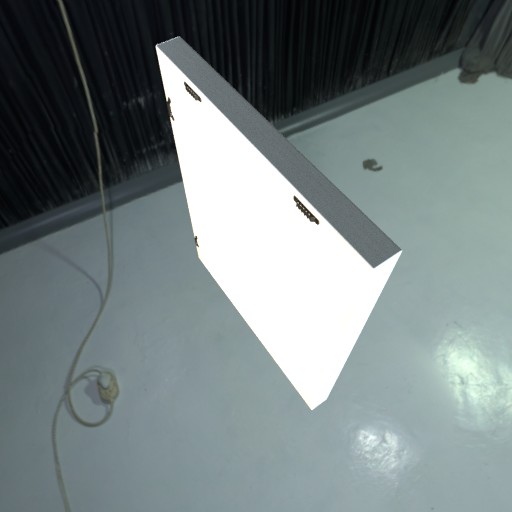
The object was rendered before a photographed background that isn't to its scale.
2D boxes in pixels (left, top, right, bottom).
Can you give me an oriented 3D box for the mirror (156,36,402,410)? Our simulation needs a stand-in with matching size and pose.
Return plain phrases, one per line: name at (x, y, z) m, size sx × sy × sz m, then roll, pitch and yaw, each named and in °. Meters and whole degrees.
mirror at (0.000, 0.000, 0.697) m, size 0.041 × 0.509 × 0.406 m, roll -30°, pitch 62°, yaw -18°
